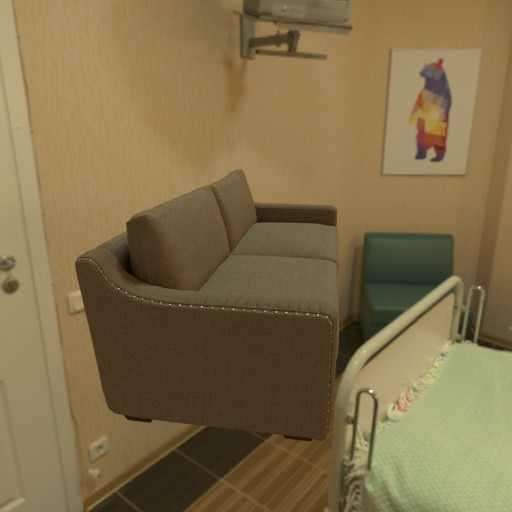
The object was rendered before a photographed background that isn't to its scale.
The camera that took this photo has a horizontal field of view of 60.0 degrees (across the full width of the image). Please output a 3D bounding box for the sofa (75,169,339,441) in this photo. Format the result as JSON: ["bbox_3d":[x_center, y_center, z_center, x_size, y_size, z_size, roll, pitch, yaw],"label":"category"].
[{"bbox_3d":[0.000,0.000,2.679,1.000,0.857,2.208,3,17,9],"label":"sofa"}]
